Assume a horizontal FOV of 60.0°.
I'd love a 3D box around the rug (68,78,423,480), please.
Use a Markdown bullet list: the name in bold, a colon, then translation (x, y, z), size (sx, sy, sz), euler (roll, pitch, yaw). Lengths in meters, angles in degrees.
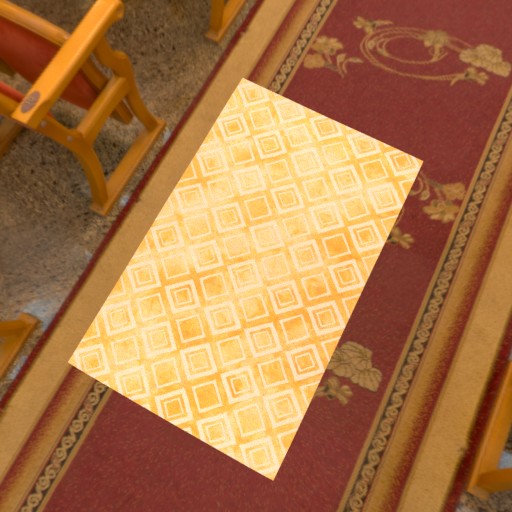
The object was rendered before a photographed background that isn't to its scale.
- **rug**: translation (0.000, 0.000, 3.072), size (1.511, 0.010, 2.424), euler (27, 77, 7)
